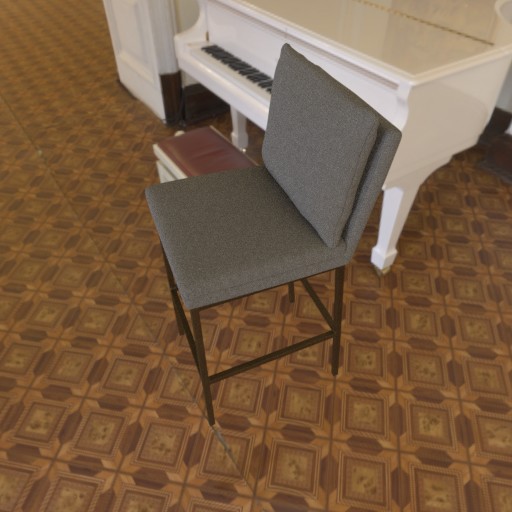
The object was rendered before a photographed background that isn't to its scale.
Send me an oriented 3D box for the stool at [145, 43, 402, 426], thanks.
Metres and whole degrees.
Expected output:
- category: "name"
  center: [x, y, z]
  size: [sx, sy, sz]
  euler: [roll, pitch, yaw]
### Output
- category: "stool"
  center: [0.000, 0.000, 1.426]
  size: [0.569, 1.132, 0.463]
  euler: [-16, 47, -15]
